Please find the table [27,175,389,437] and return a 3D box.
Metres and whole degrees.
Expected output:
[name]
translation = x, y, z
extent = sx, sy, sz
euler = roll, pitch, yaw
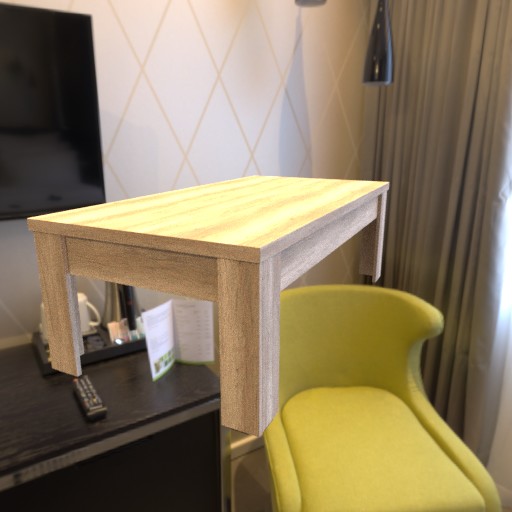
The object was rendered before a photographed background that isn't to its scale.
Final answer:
[table]
translation = 0.000, 0.000, 1.683
extent = 0.700, 0.460, 1.350
euler = 8, 17, 26
